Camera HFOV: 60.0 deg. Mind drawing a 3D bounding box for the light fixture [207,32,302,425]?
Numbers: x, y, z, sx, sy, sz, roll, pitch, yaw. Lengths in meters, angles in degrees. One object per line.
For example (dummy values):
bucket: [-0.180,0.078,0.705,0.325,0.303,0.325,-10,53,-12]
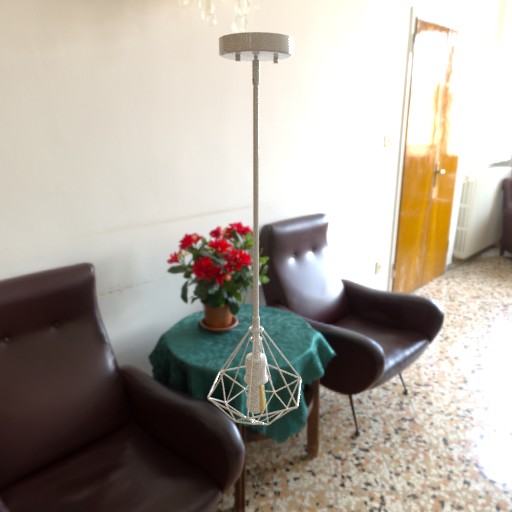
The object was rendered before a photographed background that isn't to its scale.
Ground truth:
light fixture: [0.000,0.000,1.984,0.431,1.764,0.487,3,17,9]
